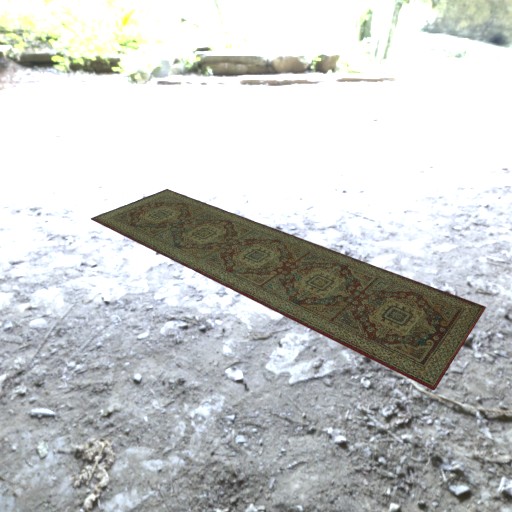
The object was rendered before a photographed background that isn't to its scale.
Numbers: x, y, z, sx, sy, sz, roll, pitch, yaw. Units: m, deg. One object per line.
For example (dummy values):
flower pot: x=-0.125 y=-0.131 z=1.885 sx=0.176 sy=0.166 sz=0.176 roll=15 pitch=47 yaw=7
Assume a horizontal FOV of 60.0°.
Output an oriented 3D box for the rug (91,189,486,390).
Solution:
rug: x=0.000 y=0.000 z=2.514 sx=2.292 sy=0.015 sz=0.659 roll=23 pitch=38 yaw=33
